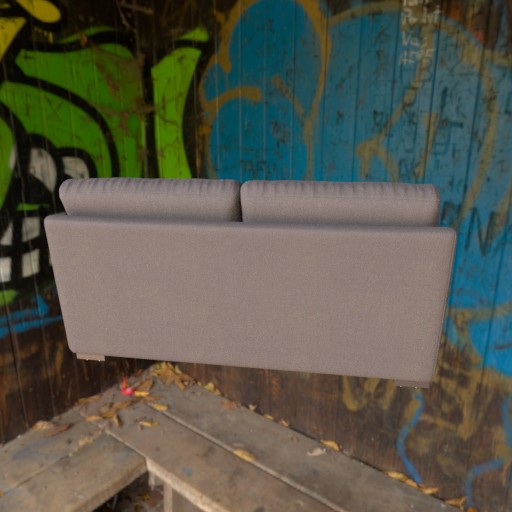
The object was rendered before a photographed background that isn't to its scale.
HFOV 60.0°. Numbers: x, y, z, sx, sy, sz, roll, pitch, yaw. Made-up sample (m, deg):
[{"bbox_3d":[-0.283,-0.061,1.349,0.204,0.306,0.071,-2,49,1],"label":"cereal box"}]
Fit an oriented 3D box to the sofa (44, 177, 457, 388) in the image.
[{"bbox_3d":[0.000,0.000,2.507,1.880,0.940,1.143,3,16,9],"label":"sofa"}]
